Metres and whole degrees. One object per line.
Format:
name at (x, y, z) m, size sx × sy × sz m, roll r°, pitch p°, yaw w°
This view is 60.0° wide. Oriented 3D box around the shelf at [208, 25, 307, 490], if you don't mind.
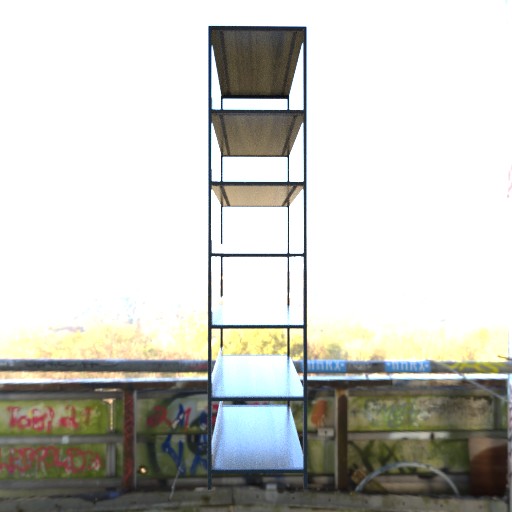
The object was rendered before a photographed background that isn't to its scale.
shelf at (0.000, 0.000, 2.337) m, size 0.431 × 2.015 × 0.847 m, roll 0°, pitch 0°, yaw -1°
